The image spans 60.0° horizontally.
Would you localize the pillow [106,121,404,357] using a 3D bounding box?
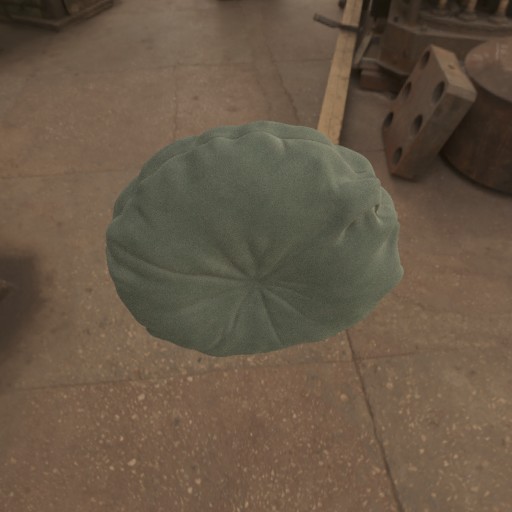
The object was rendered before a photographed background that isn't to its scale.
[{"bbox_3d":[0.000,0.000,0.651,0.428,0.407,0.148,-3,46,-3],"label":"pillow"}]
